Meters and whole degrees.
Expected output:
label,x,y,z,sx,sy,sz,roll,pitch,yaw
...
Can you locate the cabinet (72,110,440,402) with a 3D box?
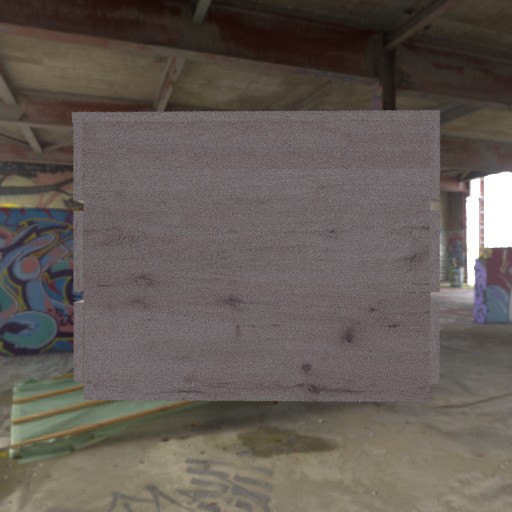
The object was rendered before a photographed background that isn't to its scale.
label,x,y,z,sx,sy,sz,roll,pitch,yaw
cabinet,0.000,0.000,1.463,1.040,0.820,0.420,0,0,1
